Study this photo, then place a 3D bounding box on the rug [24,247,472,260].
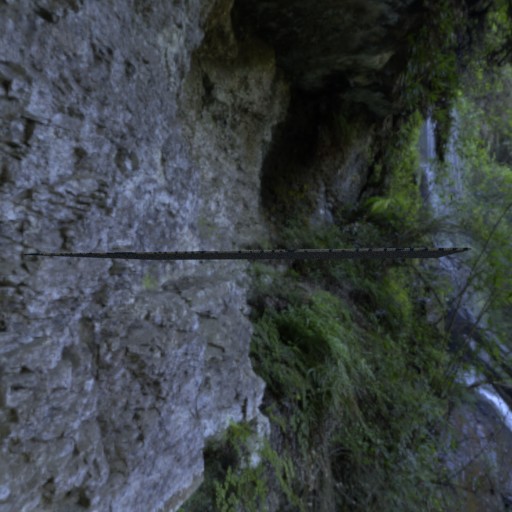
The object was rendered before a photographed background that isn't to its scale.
[{"bbox_3d":[0.000,0.000,3.008,2.435,0.011,1.517,-1,-2,17],"label":"rug"}]
